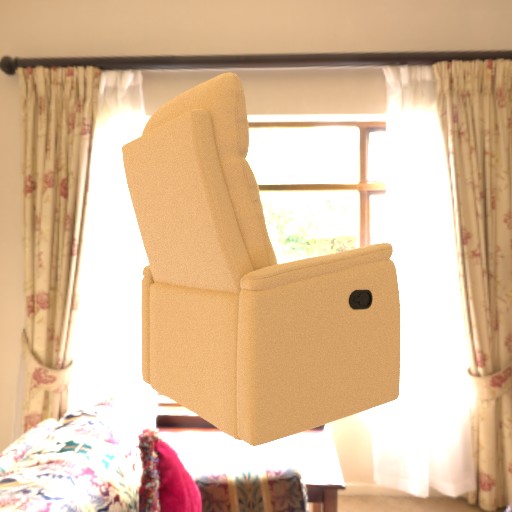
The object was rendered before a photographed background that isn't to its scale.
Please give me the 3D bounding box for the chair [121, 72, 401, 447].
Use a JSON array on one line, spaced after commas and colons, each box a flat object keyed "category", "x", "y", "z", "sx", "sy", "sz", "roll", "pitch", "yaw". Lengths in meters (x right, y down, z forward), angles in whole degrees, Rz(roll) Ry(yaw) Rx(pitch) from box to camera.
[{"category": "chair", "x": 0.000, "y": 0.000, "z": 1.652, "sx": 0.831, "sy": 1.082, "sz": 0.775, "roll": -1, "pitch": 1, "yaw": -37}]
